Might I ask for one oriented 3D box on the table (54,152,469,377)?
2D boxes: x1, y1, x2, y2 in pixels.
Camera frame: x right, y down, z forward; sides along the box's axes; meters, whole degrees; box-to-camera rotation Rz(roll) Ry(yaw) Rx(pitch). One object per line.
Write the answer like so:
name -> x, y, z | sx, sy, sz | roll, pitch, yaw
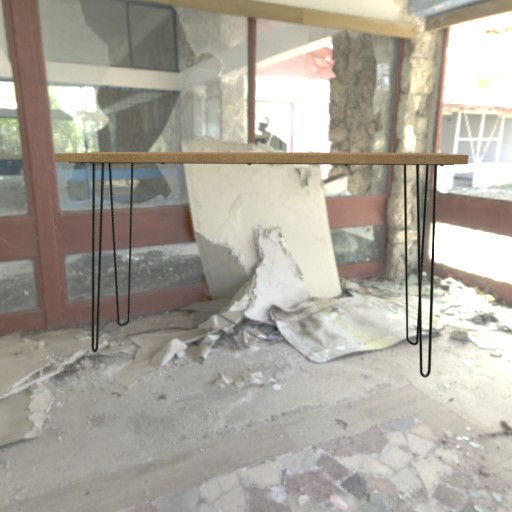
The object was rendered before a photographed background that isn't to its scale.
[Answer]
table -> 0.000, 0.000, 1.768 | 1.400, 0.799, 0.399 | 2, 14, 9
